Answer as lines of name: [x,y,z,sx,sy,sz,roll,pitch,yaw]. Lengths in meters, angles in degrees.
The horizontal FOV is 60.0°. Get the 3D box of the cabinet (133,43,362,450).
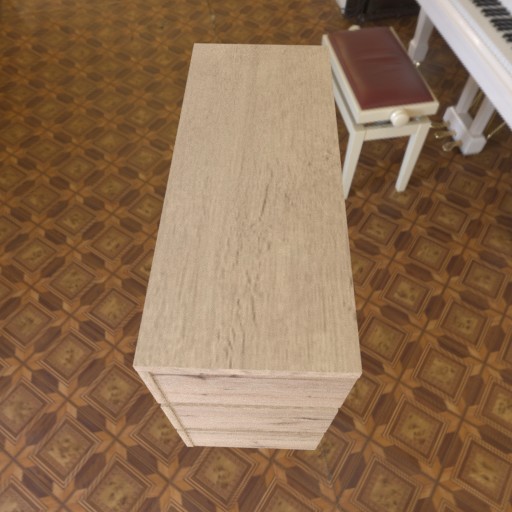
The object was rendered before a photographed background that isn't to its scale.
cabinet: [0.000,0.000,1.438,0.420,0.820,1.040,2,57,1]
